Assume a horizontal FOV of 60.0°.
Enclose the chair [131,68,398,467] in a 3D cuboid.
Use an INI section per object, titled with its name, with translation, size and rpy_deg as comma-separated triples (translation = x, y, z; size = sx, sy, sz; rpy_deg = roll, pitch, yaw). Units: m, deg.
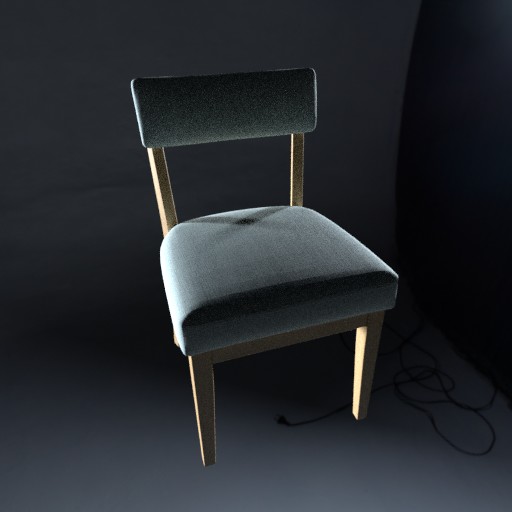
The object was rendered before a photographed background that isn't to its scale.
[chair]
translation = 0.000, 0.000, 1.165
size = 0.508, 0.832, 0.572
rpy_deg = -10, 34, -16
